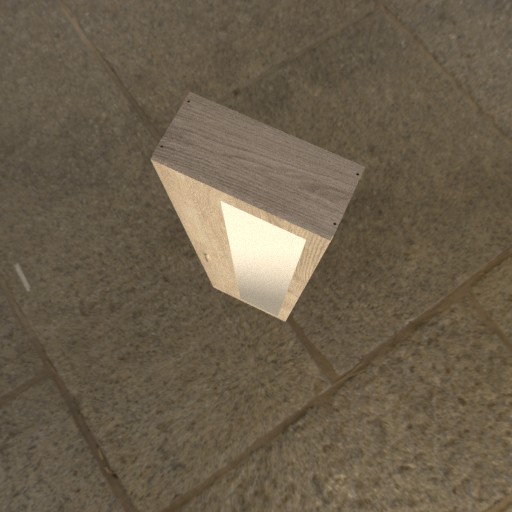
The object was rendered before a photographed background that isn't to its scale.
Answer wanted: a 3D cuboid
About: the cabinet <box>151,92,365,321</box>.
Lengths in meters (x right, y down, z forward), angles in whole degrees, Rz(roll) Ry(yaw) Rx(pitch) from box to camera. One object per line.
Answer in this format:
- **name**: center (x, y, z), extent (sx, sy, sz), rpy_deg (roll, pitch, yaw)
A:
- **cabinet**: center (0.000, 0.000, 1.983), extent (0.500, 1.790, 0.230), rpy_deg (25, 77, 6)
